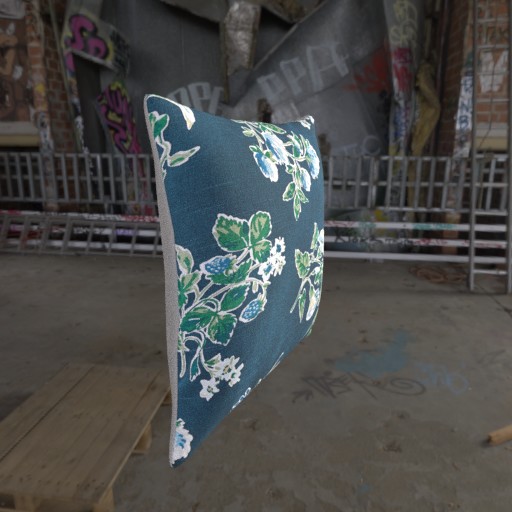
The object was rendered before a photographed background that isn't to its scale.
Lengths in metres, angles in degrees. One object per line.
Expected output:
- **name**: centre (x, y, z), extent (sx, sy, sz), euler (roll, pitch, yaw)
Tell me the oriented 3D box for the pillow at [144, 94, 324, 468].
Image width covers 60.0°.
- **pillow**: centre (0.000, 0.000, 0.795), extent (0.166, 0.508, 0.525), euler (8, 16, 27)
